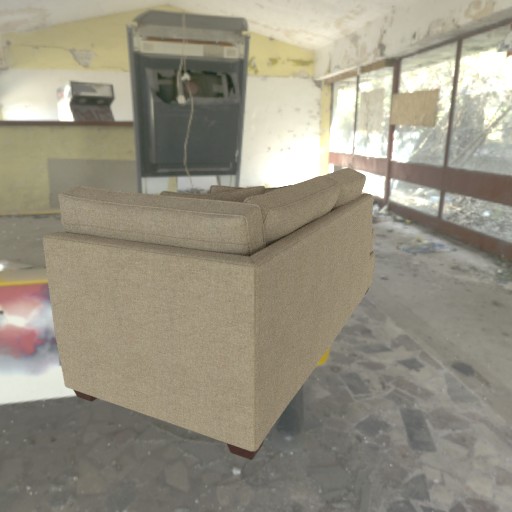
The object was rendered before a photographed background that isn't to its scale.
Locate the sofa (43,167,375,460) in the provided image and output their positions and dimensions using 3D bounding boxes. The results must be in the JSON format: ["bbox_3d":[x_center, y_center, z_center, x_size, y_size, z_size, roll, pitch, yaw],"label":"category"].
[{"bbox_3d":[0.000,0.000,2.780,1.110,1.019,2.238,7,17,25],"label":"sofa"}]
